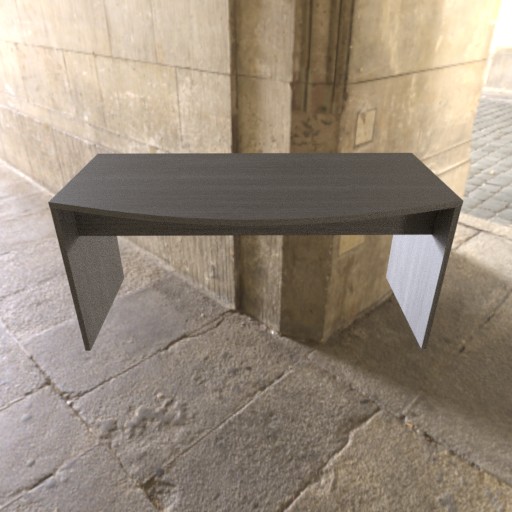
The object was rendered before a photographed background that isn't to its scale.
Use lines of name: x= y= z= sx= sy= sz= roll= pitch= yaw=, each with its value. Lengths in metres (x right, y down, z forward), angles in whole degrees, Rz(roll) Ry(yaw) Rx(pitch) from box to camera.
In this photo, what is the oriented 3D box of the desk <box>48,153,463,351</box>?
desk: x=0.000 y=0.000 z=2.095 sx=1.600 sy=0.750 sz=0.802 roll=0 pitch=30 yaw=0
